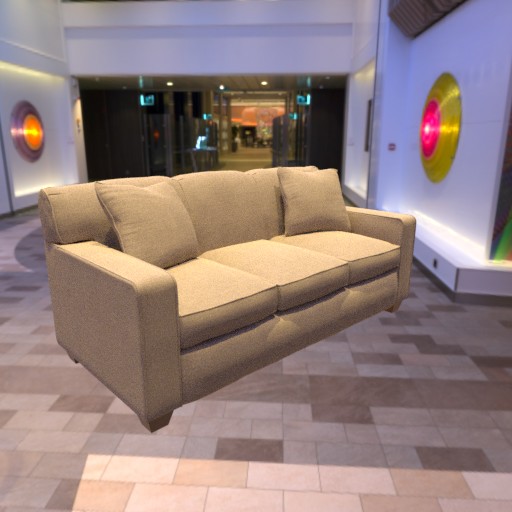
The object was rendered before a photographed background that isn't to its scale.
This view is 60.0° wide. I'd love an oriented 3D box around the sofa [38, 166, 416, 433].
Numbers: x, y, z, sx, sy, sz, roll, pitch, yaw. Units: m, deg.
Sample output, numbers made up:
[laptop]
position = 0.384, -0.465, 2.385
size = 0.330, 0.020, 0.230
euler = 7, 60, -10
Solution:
[sofa]
position = 0.000, 0.000, 2.578
size = 2.024, 0.958, 0.997
euler = -14, 20, -41
